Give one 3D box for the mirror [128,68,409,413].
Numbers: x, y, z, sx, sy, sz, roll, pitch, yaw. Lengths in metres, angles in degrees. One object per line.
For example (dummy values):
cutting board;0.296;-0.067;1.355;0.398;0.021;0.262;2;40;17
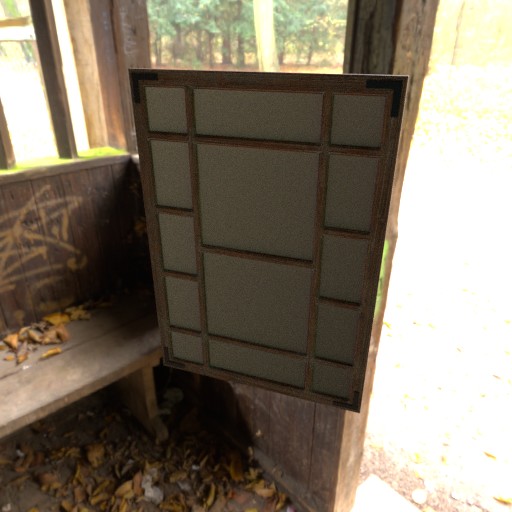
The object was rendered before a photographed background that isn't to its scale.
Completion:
mirror;0.000;0.000;1.293;0.705;0.996;0.025;9;28;17
